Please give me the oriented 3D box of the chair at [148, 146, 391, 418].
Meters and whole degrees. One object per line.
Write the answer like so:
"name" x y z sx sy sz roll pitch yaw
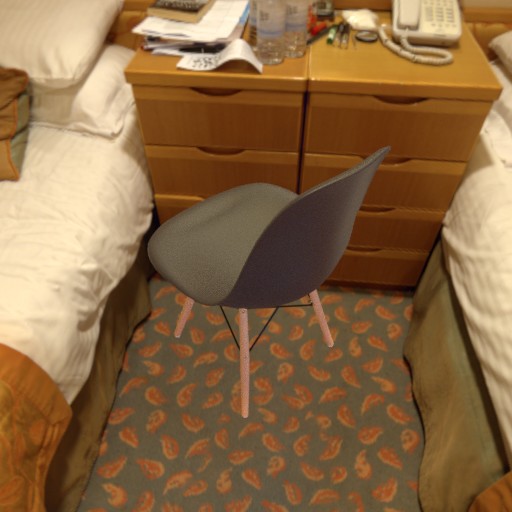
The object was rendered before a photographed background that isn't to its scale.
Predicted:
"chair" 0.000 0.000 1.166 0.470 0.825 0.533 -32 54 -27
